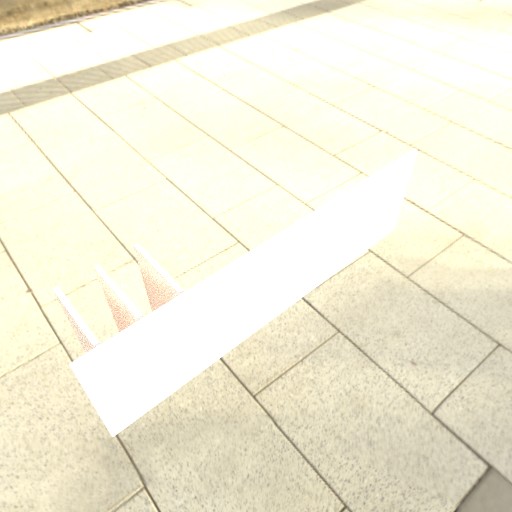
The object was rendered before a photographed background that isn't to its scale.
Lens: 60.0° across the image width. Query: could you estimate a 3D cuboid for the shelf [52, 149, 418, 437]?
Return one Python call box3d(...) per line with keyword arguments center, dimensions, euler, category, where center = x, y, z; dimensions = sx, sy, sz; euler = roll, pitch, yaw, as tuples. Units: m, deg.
box3d(center=(0.000, 0.000, 1.157), dimensions=(1.020, 0.300, 0.200), euler=(-32, 54, -27), category="shelf")
